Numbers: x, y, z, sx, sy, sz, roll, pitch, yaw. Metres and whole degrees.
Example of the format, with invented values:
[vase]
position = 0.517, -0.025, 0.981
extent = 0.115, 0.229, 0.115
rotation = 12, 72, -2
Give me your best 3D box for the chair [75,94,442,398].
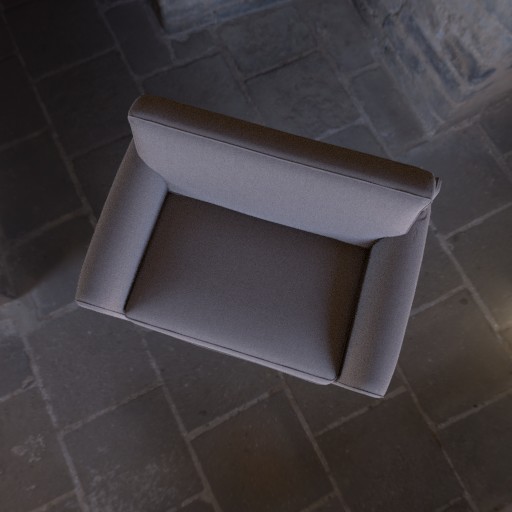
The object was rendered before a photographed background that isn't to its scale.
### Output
[chair]
position = 0.000, 0.000, 2.026
extent = 1.390, 0.930, 0.930
rotation = 16, 78, 4
